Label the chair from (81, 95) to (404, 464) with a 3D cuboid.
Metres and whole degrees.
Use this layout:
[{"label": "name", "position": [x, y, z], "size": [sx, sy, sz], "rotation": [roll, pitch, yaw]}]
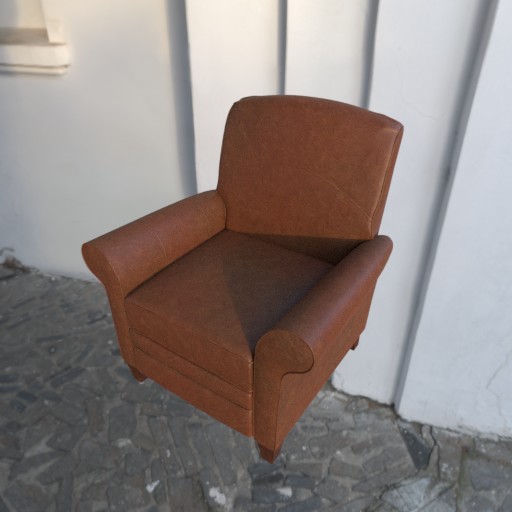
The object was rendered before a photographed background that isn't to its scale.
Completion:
[{"label": "chair", "position": [0.000, 0.000, 1.743], "size": [0.978, 1.061, 0.902], "rotation": [20, 37, 29]}]
